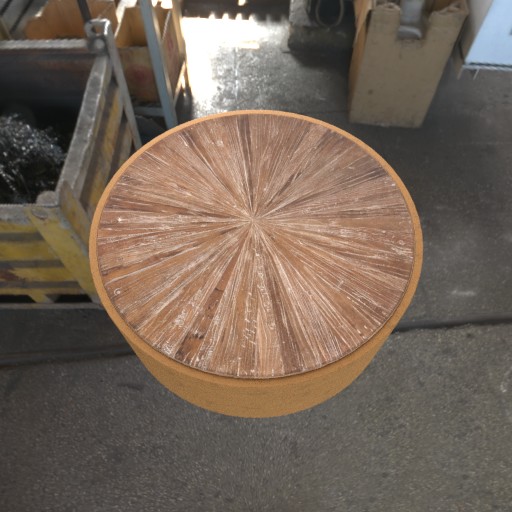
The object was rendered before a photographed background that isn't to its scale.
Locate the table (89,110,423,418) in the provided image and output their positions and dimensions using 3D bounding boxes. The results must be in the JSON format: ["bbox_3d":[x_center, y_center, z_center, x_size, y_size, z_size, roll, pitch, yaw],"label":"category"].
[{"bbox_3d":[0.000,0.000,1.521,1.001,0.409,1.001,0,59,0],"label":"table"}]
